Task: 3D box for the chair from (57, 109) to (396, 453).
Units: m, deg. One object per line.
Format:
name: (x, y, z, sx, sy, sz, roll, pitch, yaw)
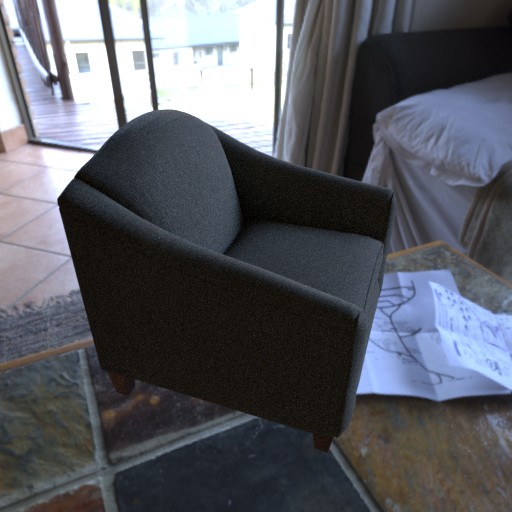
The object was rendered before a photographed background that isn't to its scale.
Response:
chair: (0.000, 0.000, 1.424, 0.787, 0.839, 0.763, 11, 34, 17)
